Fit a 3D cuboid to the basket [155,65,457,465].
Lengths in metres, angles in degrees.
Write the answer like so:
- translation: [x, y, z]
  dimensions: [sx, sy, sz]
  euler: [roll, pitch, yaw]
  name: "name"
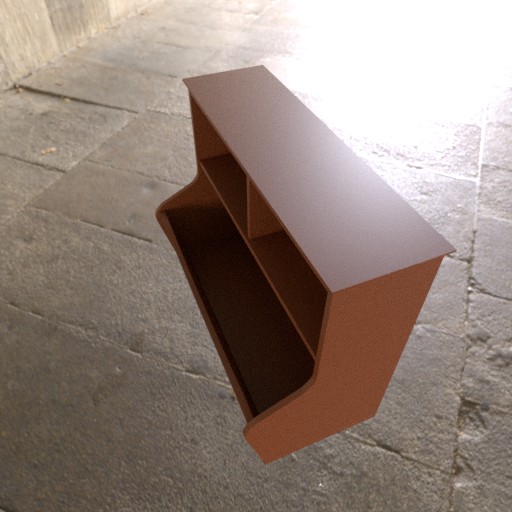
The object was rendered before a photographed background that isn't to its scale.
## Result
- translation: [0.000, 0.000, 1.149]
  dimensions: [0.376, 0.625, 0.792]
  euler: [-17, 48, -16]
  name: "basket"
